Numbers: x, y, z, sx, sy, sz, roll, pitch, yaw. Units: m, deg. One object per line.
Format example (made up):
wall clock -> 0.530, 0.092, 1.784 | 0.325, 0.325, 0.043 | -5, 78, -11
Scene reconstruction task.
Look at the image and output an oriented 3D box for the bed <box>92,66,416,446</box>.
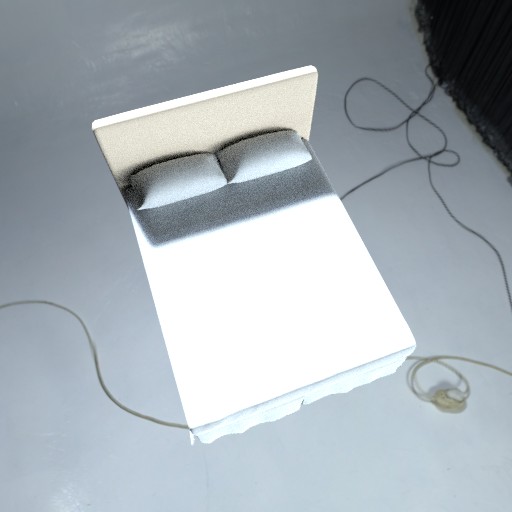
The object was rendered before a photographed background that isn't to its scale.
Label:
bed -> 0.000, 0.000, 3.302 | 1.748, 1.330, 2.142 | -18, 64, -9
